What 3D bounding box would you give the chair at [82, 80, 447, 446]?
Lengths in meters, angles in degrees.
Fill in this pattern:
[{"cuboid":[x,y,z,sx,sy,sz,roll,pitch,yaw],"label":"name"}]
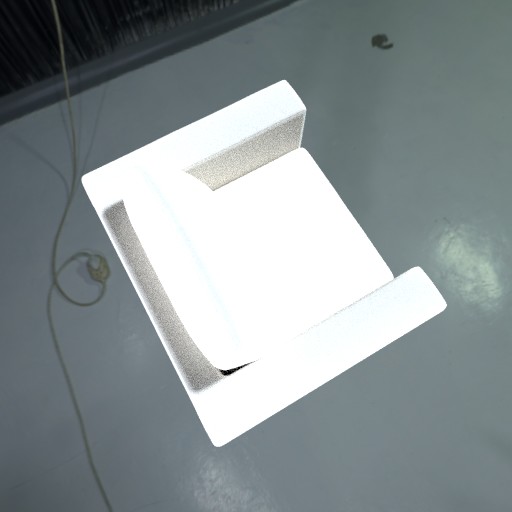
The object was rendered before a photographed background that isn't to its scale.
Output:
[{"cuboid":[0.000,0.000,1.821,0.957,0.878,1.150,-29,74,-9],"label":"chair"}]
